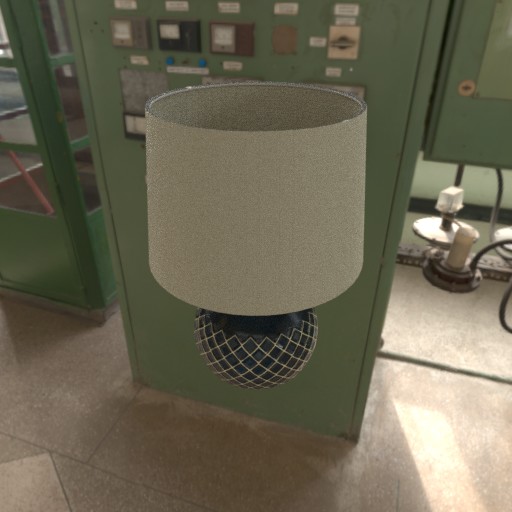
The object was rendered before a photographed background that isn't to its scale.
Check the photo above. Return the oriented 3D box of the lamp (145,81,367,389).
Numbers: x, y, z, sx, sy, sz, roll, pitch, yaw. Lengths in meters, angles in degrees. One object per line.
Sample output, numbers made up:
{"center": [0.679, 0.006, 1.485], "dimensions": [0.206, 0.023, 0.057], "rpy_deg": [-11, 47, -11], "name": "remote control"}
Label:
{"center": [0.000, 0.000, 0.801], "dimensions": [0.376, 0.540, 0.376], "rpy_deg": [0, 31, 0], "name": "lamp"}
